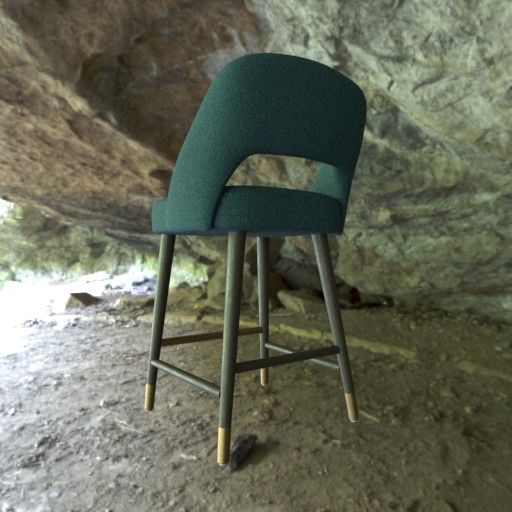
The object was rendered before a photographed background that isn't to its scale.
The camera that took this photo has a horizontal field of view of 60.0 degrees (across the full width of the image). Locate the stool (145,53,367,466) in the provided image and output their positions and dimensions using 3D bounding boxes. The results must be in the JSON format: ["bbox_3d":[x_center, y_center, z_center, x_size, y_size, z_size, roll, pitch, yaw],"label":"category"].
[{"bbox_3d":[0.000,0.000,1.264,0.536,0.939,0.522,0,1,-36],"label":"stool"}]
